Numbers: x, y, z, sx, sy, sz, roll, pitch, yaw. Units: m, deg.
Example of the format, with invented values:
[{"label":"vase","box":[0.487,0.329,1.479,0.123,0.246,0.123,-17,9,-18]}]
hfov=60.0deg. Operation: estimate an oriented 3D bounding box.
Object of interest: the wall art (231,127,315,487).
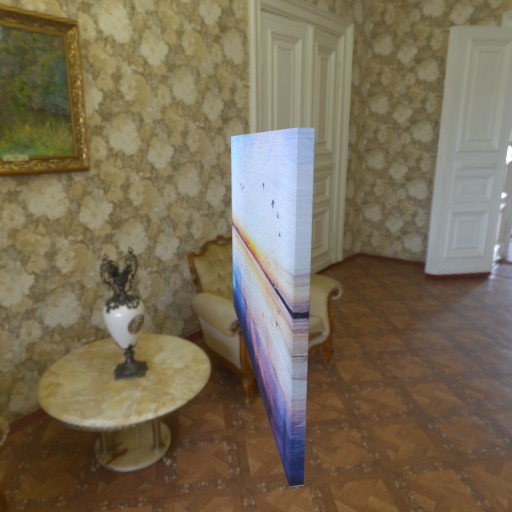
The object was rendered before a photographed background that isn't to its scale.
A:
[{"label":"wall art","box":[0.000,0.000,1.422,0.034,0.756,1.137,-2,14,-9]}]
